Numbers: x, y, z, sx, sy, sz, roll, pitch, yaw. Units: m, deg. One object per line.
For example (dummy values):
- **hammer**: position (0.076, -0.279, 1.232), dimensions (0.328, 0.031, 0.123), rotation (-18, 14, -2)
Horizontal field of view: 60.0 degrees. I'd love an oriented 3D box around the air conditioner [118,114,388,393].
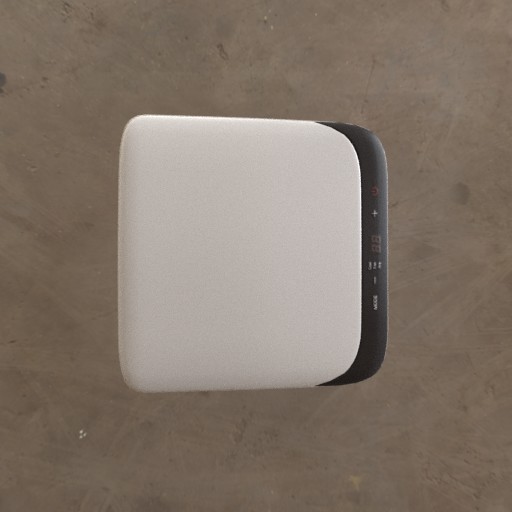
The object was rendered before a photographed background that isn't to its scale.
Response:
- **air conditioner**: position (0.000, 0.000, 0.905), dimensions (0.369, 0.716, 0.352), rotation (0, 89, -1)
